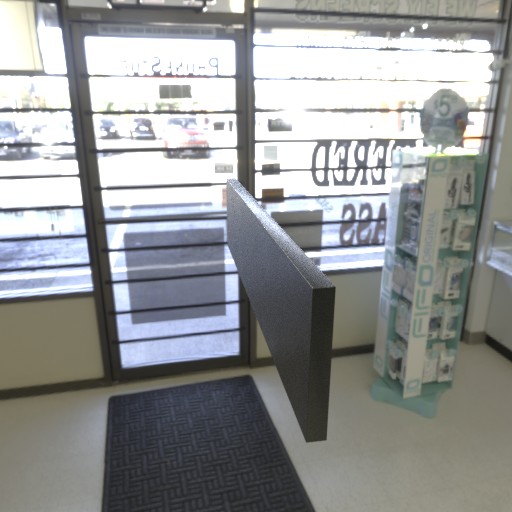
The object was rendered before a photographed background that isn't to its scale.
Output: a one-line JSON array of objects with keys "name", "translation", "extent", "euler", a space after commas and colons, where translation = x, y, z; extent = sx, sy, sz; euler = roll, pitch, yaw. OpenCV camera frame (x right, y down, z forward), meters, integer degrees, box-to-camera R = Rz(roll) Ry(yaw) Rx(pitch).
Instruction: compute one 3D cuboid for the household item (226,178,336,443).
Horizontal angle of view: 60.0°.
[{"name": "household item", "translation": [0.000, 0.000, 1.062], "extent": [0.030, 0.236, 1.001], "euler": [-3, 18, -9]}]
